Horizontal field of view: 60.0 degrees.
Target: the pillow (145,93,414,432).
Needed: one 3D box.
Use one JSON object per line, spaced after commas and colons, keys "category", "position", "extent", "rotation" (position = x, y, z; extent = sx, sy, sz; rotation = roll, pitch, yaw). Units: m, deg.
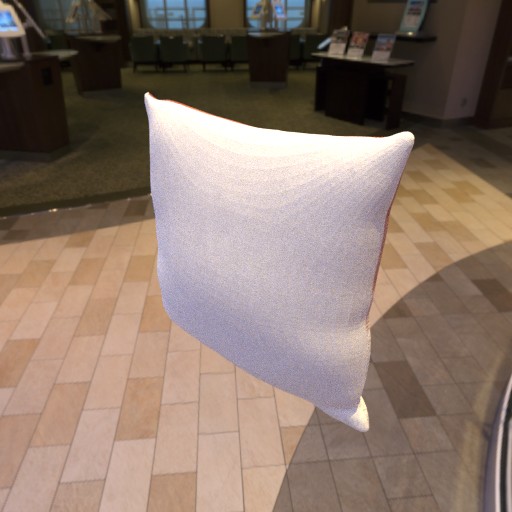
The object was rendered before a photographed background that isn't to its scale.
{"category": "pillow", "position": [0.000, 0.000, 0.674], "extent": [0.440, 0.441, 0.182], "rotation": [22, 37, 33]}
